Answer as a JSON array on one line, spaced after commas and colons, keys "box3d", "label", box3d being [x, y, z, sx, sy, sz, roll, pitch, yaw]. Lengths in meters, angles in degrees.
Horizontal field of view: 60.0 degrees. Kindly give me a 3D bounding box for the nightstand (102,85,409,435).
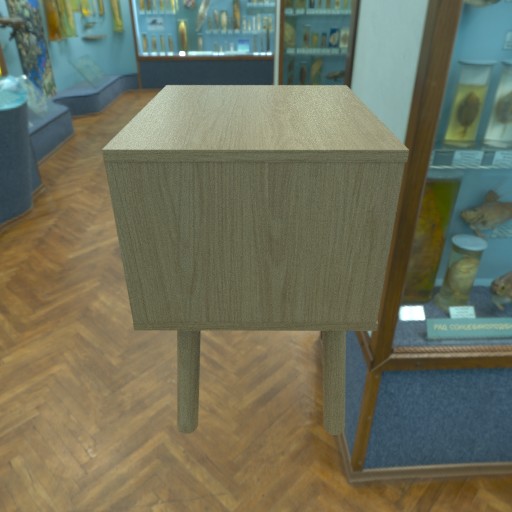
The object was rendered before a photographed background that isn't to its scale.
[{"box3d": [0.000, 0.000, 0.887, 0.380, 0.571, 0.450, 0, 31, 0], "label": "nightstand"}]
